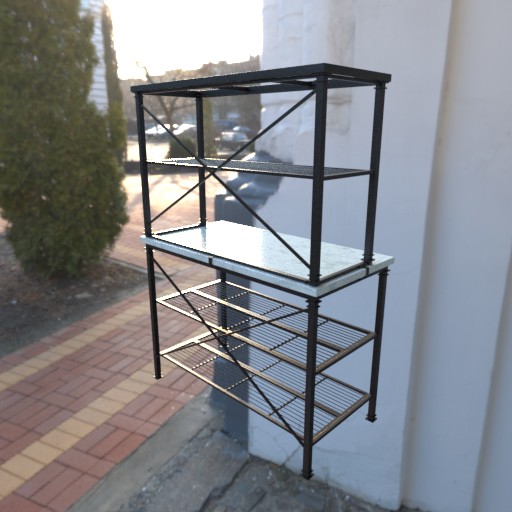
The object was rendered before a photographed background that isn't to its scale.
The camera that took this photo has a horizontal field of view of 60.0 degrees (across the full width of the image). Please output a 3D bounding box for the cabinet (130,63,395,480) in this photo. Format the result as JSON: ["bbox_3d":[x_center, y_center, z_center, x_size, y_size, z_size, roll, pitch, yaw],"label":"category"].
[{"bbox_3d":[0.000,0.000,2.261,1.210,1.659,0.610,15,22,42],"label":"cabinet"}]
